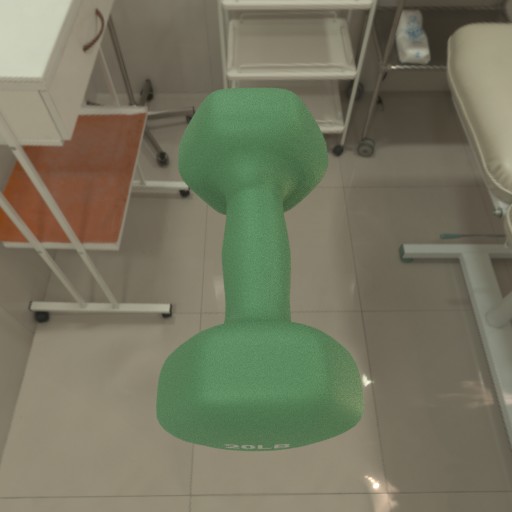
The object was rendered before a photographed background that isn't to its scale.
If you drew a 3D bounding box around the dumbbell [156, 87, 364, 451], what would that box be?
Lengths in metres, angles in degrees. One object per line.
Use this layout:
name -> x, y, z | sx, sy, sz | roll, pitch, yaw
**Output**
dumbbell -> 0.000, 0.000, 0.326 | 0.129, 0.117, 0.260 | -1, 59, 0
